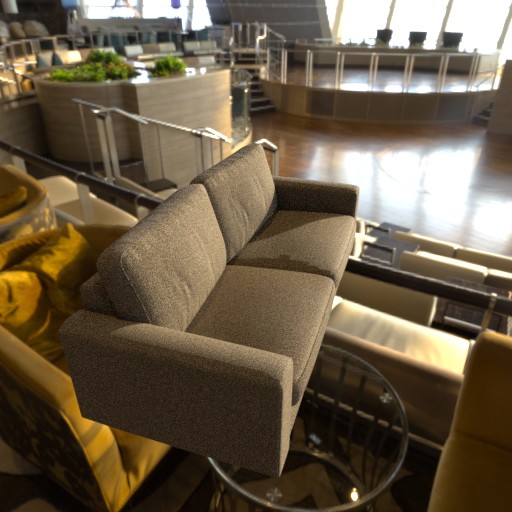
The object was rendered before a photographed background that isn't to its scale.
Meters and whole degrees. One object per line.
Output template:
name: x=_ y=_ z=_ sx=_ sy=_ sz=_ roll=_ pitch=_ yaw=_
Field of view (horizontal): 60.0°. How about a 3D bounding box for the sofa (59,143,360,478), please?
sofa: x=0.000 y=0.000 z=2.660 sx=1.016 sy=0.873 sz=2.179 roll=9 pitch=30 yaw=16
